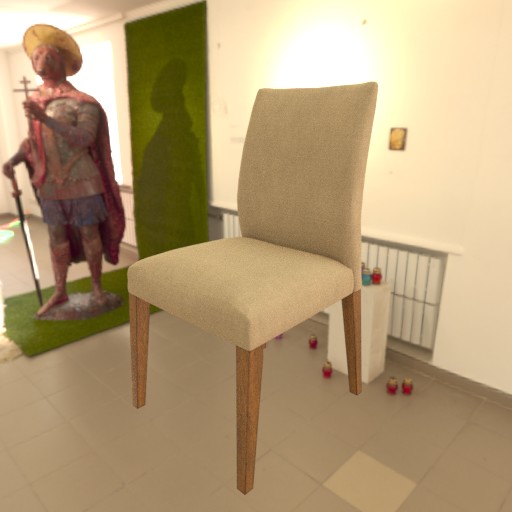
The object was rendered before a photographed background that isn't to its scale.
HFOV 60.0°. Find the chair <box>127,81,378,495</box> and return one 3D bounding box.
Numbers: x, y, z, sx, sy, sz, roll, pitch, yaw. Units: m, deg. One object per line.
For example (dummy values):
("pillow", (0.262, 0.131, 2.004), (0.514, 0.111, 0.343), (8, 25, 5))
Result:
("chair", (0.000, 0.000, 1.269), (0.496, 0.940, 0.585), (16, 23, 42))
